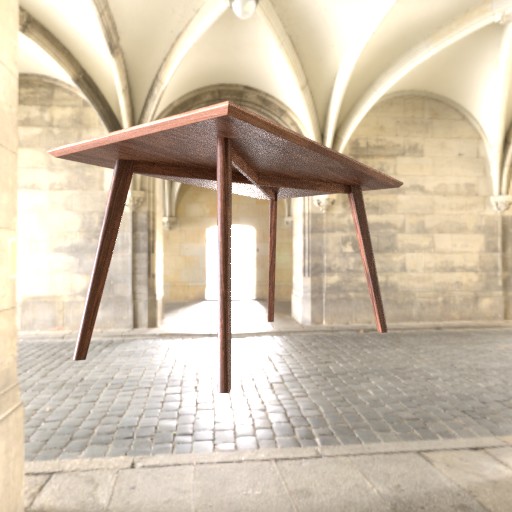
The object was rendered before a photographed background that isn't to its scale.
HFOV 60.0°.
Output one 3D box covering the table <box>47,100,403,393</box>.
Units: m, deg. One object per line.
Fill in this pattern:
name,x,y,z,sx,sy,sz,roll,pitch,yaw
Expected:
table,0.000,0.000,1.836,0.801,0.724,1.349,-1,-1,36
